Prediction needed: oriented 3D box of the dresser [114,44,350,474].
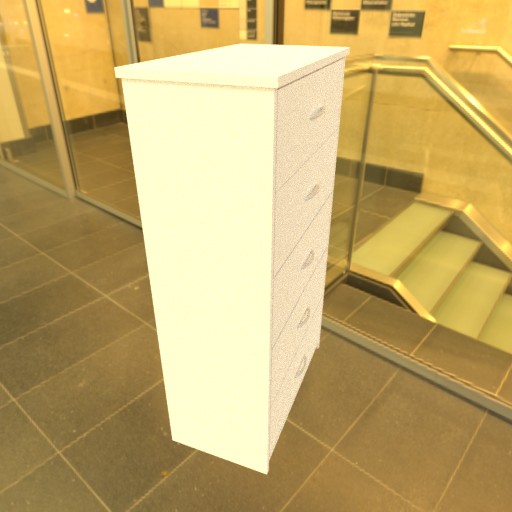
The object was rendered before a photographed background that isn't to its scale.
[{"bbox_3d":[0.000,0.000,1.516,0.399,1.255,0.704,11,32,19],"label":"dresser"}]
